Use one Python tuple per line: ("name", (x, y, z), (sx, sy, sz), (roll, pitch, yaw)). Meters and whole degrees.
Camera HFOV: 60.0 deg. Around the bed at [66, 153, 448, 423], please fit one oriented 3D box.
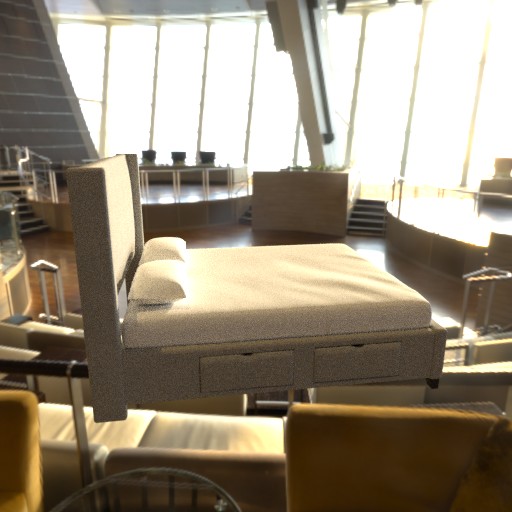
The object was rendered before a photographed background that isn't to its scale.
("bed", (0.000, 0.000, 3.424), (2.222, 1.491, 1.774), (-2, 16, -9))
